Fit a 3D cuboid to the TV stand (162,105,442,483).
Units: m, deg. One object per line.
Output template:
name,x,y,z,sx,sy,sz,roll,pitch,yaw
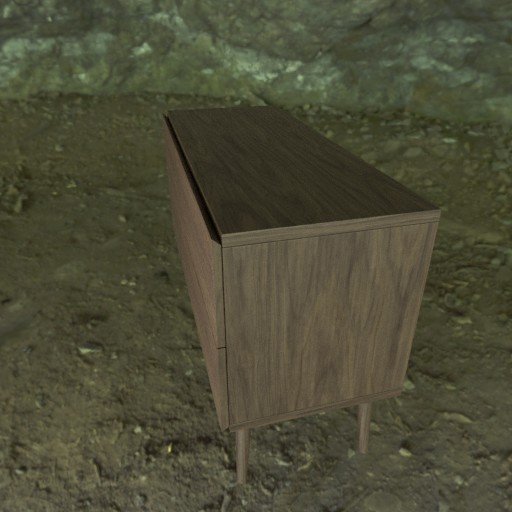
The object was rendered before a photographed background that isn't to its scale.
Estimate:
TV stand,0.000,0.000,1.300,0.405,0.660,0.990,-7,30,-13
